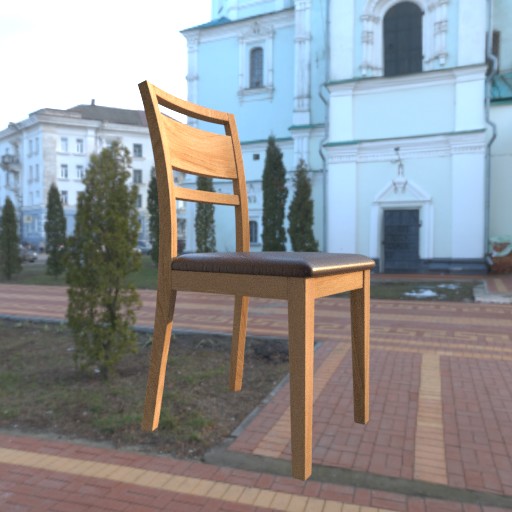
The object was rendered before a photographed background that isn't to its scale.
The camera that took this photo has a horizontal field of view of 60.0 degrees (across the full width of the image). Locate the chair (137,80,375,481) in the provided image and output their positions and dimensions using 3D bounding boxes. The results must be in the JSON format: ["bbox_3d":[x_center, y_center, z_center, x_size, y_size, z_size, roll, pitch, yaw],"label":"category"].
[{"bbox_3d":[0.000,0.000,1.227,0.545,0.940,0.420,1,2,34],"label":"chair"}]
